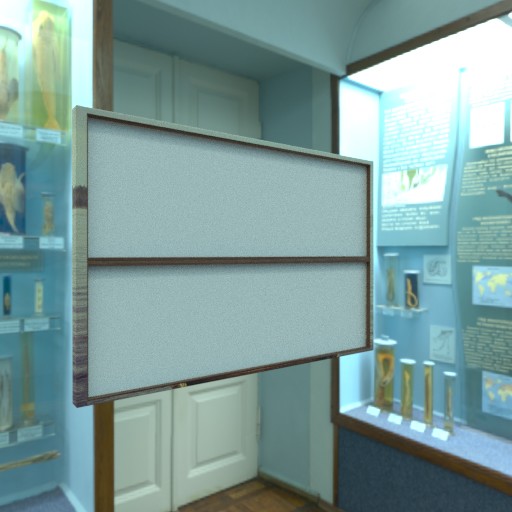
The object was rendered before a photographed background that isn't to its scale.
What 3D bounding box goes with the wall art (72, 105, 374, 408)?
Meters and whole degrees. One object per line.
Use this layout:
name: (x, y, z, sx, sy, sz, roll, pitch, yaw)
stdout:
wall art: (0.000, 0.000, 1.470, 1.149, 0.765, 0.040, 0, 0, -36)
